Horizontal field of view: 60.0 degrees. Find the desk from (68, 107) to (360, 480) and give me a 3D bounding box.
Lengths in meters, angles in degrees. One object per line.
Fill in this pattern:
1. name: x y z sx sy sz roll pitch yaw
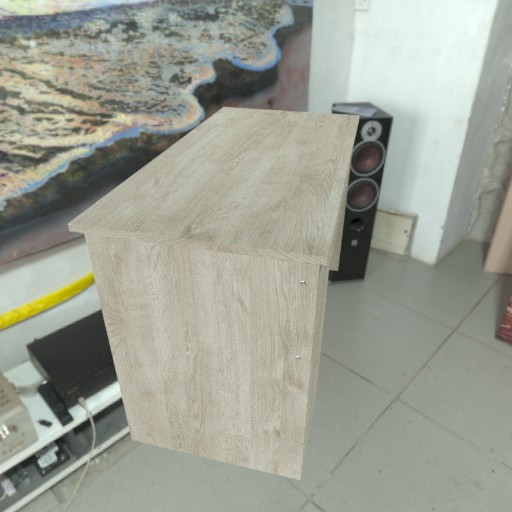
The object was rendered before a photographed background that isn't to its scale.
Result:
1. desk: 0.000 0.000 1.539 0.560 0.730 1.096 8 32 12
